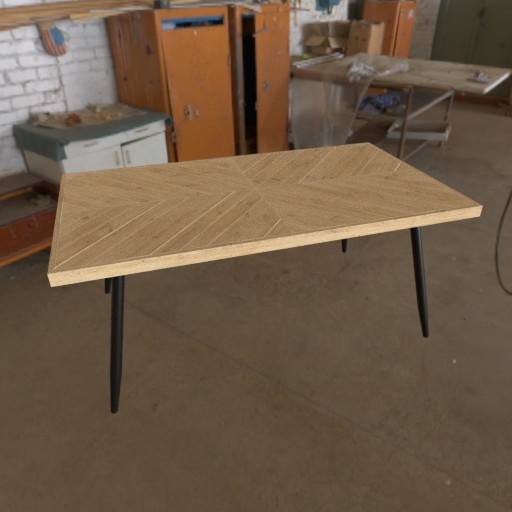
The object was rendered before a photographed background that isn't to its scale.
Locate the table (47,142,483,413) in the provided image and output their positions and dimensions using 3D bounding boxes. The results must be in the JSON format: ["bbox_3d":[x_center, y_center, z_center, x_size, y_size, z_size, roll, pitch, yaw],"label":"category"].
[{"bbox_3d":[0.000,0.000,2.339,1.803,0.762,0.991,-9,32,-15],"label":"table"}]
